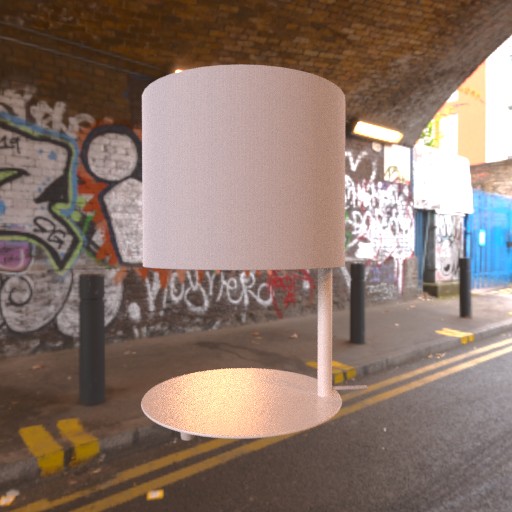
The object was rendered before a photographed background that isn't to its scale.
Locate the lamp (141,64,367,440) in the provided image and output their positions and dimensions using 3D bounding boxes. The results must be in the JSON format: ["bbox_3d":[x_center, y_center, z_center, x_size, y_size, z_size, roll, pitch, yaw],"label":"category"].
[{"bbox_3d":[0.000,0.000,0.672,0.341,0.454,0.299,0,1,0],"label":"lamp"}]
